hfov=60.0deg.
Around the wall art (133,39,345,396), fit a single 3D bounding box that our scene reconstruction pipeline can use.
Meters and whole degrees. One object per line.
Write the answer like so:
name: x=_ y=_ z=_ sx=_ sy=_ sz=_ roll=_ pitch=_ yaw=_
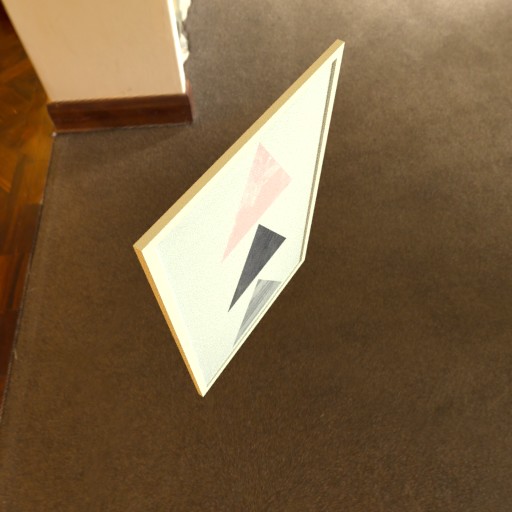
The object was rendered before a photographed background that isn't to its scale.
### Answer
wall art: x=0.000 y=0.000 z=0.862 sx=0.013 sy=0.656 sz=0.456 roll=31 pitch=64 yaw=17
